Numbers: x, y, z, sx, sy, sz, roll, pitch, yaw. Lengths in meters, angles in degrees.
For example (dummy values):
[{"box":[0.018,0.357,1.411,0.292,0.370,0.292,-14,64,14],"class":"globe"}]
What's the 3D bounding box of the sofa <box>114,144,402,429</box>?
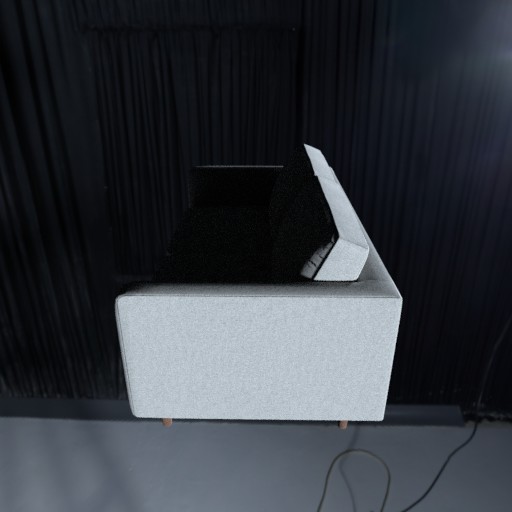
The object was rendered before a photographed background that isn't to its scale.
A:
[{"box":[0.000,0.000,2.353,1.000,0.900,1.731,0,26,1],"class":"sofa"}]
